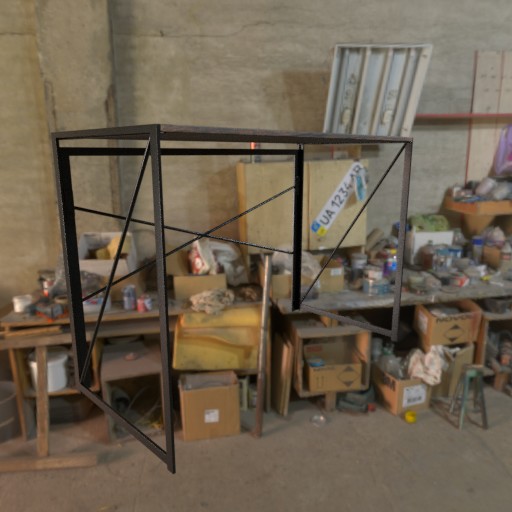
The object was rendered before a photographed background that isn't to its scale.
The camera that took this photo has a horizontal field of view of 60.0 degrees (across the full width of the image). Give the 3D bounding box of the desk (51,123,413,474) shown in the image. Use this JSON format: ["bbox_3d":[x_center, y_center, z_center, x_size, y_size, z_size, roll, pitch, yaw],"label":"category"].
[{"bbox_3d":[0.000,0.000,1.421,1.015,0.747,0.505,-13,18,-43],"label":"desk"}]
